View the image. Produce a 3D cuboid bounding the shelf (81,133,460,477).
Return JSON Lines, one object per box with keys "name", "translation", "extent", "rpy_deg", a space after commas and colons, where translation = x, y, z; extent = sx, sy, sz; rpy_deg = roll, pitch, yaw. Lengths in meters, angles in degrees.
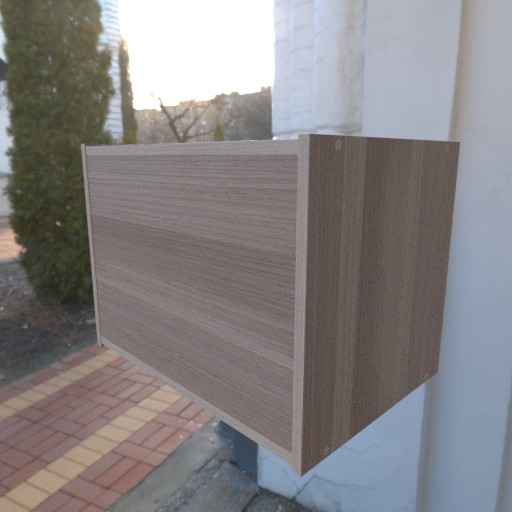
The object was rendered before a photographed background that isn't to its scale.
{"name": "shelf", "translation": [0.000, 0.000, 0.617], "extent": [0.290, 0.305, 0.415], "rpy_deg": [-12, 17, -43]}
